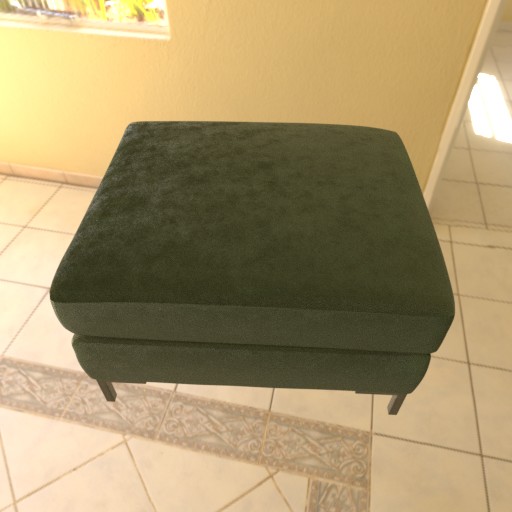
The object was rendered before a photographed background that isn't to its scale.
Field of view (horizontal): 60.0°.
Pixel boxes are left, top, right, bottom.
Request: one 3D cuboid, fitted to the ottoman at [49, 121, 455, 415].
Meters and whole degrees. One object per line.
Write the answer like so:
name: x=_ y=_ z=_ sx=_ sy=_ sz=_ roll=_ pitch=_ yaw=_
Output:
ottoman: x=0.000 y=0.000 z=1.259 sx=0.839 sy=0.538 sz=0.701 roll=2 pitch=46 yaw=2
